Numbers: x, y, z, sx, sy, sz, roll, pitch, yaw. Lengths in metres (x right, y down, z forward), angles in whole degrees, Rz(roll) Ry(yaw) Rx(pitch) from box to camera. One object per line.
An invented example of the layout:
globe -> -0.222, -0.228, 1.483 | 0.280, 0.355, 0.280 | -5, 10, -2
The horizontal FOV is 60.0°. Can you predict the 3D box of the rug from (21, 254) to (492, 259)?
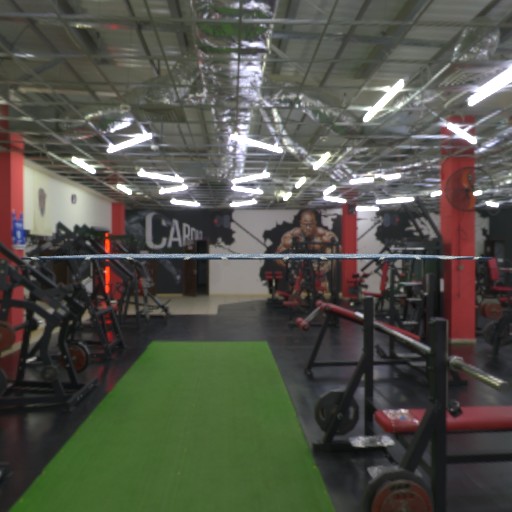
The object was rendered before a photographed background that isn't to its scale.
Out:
rug -> 0.000, 0.000, 2.757 | 2.134, 0.010, 1.524 | 0, 1, -1
